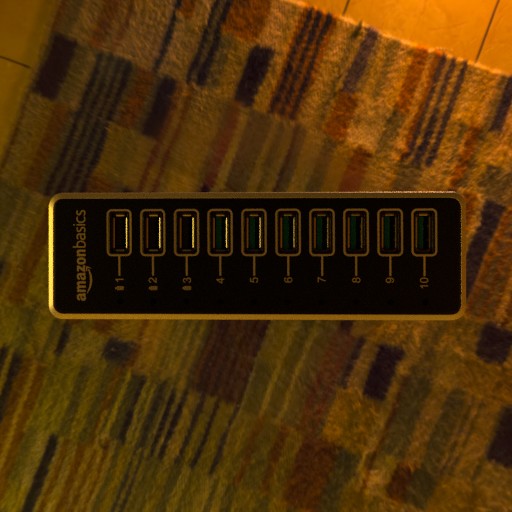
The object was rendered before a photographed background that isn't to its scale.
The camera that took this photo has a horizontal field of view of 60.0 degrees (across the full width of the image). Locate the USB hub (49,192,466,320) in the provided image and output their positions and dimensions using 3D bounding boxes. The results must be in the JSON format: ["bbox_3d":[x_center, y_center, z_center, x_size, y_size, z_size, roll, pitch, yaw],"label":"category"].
[{"bbox_3d":[0.000,0.000,0.164,0.145,0.023,0.044,0,90,1],"label":"USB hub"}]
